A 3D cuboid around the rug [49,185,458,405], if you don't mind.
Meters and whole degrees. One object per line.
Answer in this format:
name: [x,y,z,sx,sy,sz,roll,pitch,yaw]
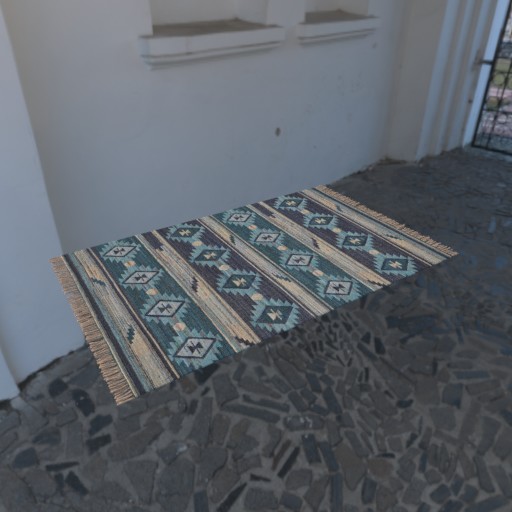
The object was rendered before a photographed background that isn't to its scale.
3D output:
rug: [0.000,0.000,2.425,1.936,0.028,1.181,-18,36,-28]
